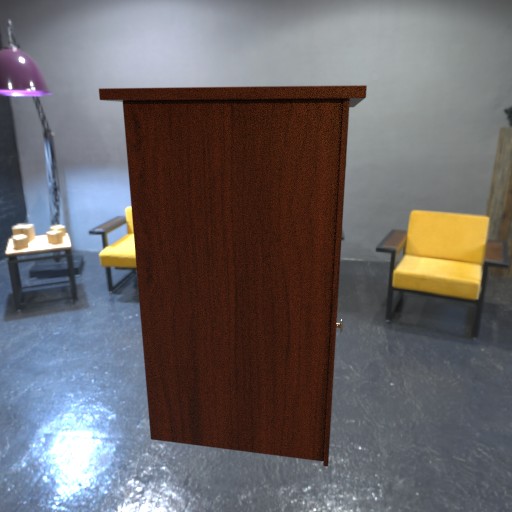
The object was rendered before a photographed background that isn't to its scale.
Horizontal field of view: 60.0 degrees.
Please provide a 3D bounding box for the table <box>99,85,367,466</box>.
[{"bbox_3d":[0.000,0.000,0.933,0.381,0.636,0.480,3,17,10],"label":"table"}]
